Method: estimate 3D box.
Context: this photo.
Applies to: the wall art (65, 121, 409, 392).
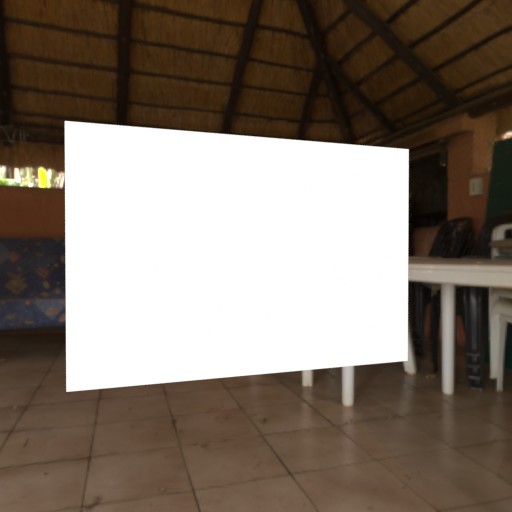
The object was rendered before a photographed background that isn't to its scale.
[{"bbox_3d":[0.000,0.000,1.136,0.898,0.601,0.038,0,1,-18],"label":"wall art"}]
